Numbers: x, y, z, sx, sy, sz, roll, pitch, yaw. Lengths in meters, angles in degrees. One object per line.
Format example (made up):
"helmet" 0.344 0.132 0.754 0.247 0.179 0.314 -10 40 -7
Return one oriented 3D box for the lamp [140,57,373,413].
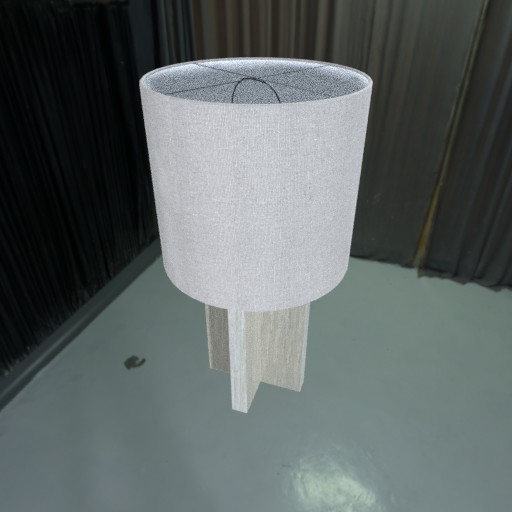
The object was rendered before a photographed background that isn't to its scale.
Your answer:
"lamp" 0.000 0.000 0.559 0.229 0.428 0.229 10 34 16
